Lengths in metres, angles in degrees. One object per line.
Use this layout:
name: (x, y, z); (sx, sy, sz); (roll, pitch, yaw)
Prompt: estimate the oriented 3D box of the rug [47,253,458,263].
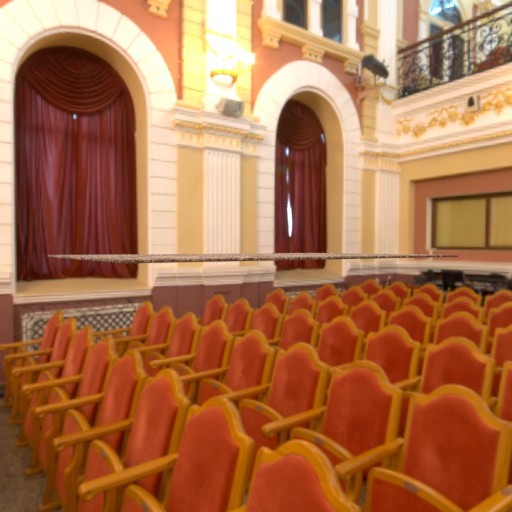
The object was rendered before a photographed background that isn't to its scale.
rug: (0.000, 0.000, 2.318); (1.808, 0.011, 1.189); (-1, 1, -35)
